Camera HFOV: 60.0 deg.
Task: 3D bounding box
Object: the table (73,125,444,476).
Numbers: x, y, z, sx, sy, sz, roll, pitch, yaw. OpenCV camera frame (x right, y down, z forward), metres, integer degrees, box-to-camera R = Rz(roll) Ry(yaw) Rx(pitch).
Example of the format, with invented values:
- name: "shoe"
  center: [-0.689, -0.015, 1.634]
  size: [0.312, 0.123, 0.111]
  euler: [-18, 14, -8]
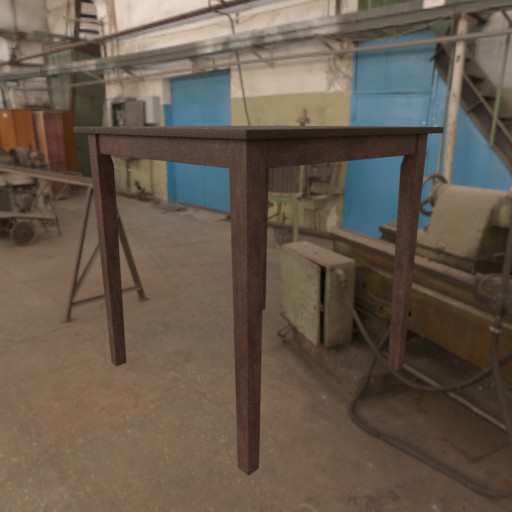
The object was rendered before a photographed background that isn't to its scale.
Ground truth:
- name: "table"
  center: [0.000, 0.000, 1.376]
  size: [0.749, 0.770, 0.749]
  euler: [-15, 22, -41]
